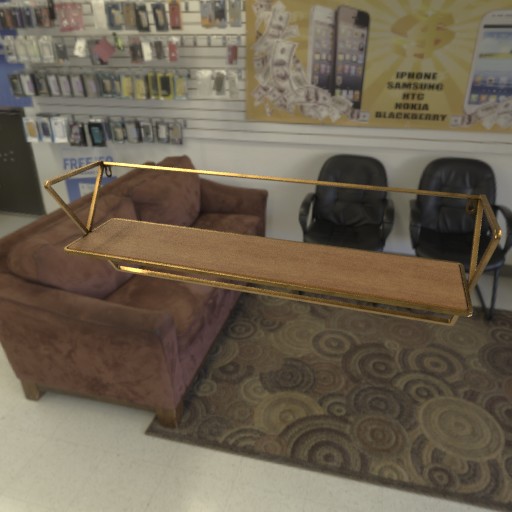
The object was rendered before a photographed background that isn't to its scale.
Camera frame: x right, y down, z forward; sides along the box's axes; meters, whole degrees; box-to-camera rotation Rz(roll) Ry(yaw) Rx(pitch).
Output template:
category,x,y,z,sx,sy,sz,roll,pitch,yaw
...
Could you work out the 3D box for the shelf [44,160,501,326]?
category,x,y,z,sx,sy,sz,roll,pitch,yaw
shelf,0.000,0.000,0.714,0.645,0.229,0.150,8,28,16
